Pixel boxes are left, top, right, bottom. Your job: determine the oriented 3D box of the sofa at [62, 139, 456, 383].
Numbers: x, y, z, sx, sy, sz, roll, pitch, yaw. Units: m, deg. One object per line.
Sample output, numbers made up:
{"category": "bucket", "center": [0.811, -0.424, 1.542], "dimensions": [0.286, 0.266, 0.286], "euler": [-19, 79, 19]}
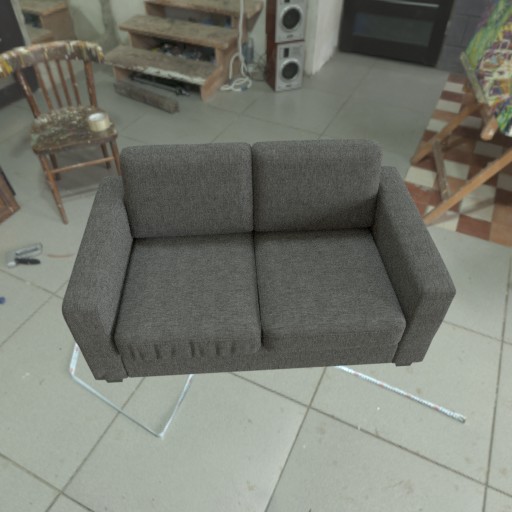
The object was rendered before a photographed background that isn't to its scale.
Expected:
{"category": "sofa", "center": [0.000, 0.000, 2.055], "dimensions": [1.520, 0.800, 0.900], "euler": [-3, 45, -3]}
